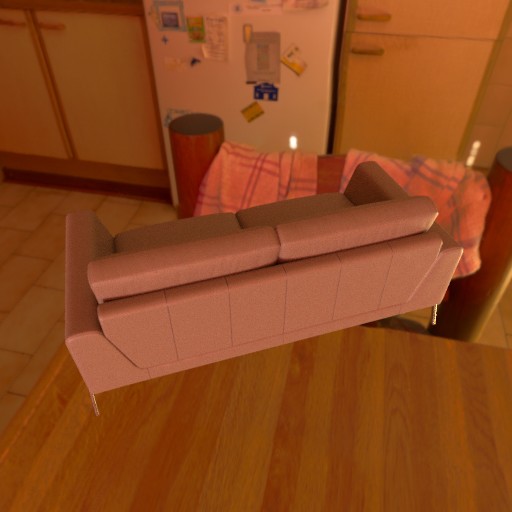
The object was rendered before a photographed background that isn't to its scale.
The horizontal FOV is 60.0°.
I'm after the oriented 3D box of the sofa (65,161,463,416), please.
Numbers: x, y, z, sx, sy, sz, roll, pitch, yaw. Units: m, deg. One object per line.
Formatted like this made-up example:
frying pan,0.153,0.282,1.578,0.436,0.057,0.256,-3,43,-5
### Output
sofa,0.000,0.000,2.541,2.017,0.875,0.953,-12,43,-13
